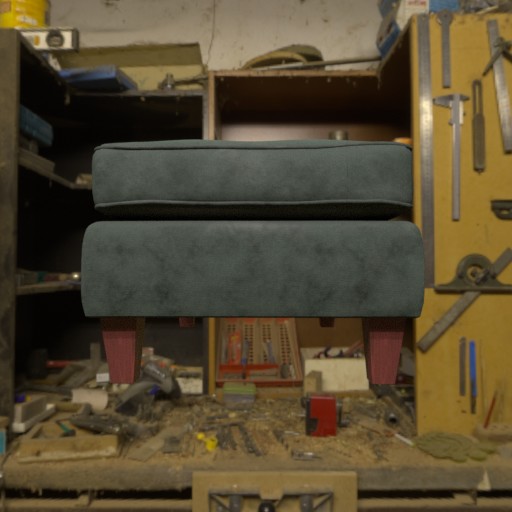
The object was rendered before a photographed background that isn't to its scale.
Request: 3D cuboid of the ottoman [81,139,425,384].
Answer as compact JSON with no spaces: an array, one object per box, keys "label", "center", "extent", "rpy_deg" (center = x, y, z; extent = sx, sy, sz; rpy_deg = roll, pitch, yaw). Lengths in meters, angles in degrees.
[{"label":"ottoman","center":[0.000,0.000,1.228],"extent":[0.632,0.495,0.864],"rpy_deg":[0,-1,1]}]
